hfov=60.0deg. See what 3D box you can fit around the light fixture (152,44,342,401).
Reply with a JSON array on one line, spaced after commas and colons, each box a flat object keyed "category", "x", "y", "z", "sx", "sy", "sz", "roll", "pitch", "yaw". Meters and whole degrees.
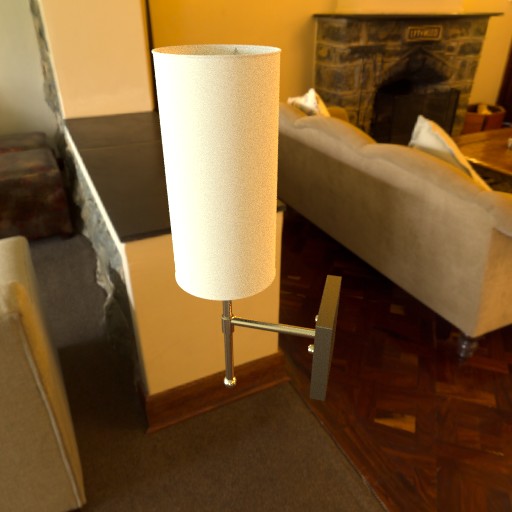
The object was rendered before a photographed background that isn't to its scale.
[{"category": "light fixture", "x": 0.000, "y": 0.000, "z": 0.547, "sx": 0.208, "sy": 0.462, "sz": 0.128, "roll": 7, "pitch": 30, "yaw": 13}]
